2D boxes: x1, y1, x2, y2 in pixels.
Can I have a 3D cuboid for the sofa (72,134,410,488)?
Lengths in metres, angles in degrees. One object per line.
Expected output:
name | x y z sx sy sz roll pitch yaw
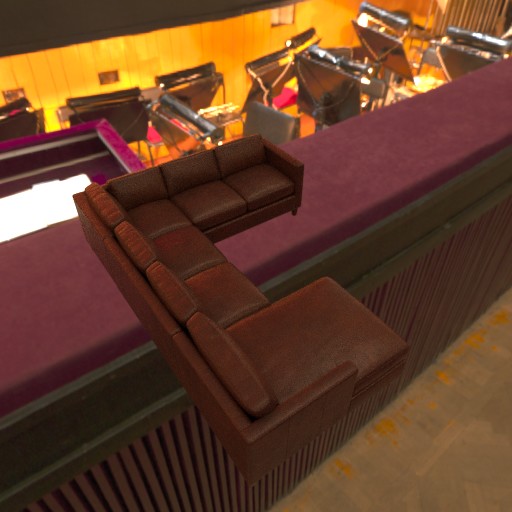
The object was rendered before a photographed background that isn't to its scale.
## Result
sofa | 0.000 0.000 4.390 2.452 0.891 3.324 -25 47 -26
